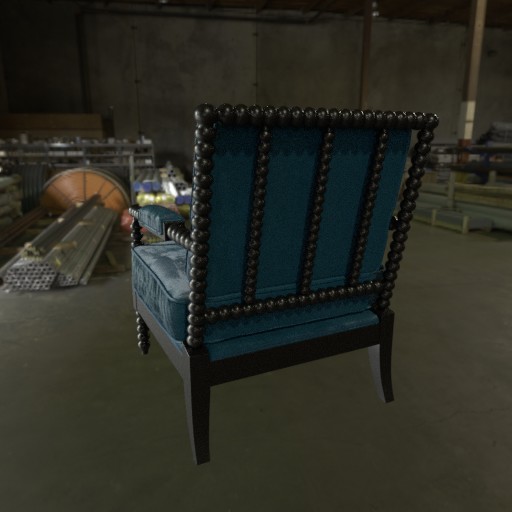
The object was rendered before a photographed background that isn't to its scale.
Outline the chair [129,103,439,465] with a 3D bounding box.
[{"bbox_3d":[0.000,0.000,1.409,0.688,0.857,0.805,-7,16,-26],"label":"chair"}]
